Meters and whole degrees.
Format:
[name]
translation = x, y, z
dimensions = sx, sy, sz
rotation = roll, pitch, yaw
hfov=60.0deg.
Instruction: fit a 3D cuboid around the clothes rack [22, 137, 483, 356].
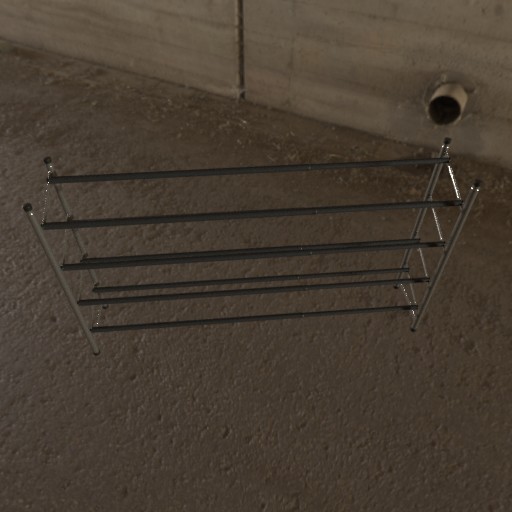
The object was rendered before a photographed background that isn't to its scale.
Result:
[clothes rack]
translation = 0.000, 0.000, 1.430
dimensions = 1.168, 0.672, 0.229
rotation = -4, 46, -3
